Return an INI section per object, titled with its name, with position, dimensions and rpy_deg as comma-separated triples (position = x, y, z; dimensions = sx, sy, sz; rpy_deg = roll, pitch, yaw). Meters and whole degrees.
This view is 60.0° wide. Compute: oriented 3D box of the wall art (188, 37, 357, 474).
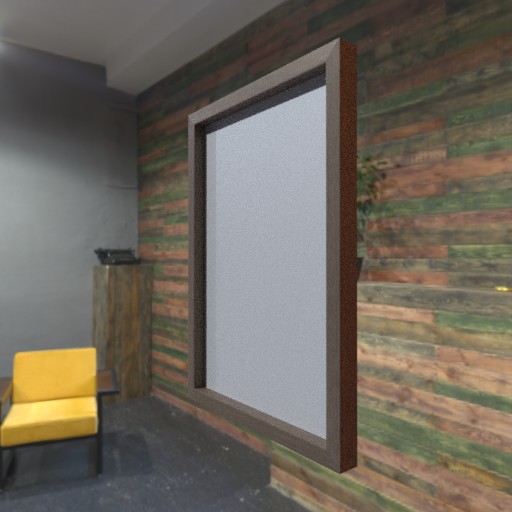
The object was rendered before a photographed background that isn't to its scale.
[wall art]
position = 0.000, 0.000, 0.668
dimensions = 0.032, 0.510, 0.358
rpy_deg = 0, 0, -38
